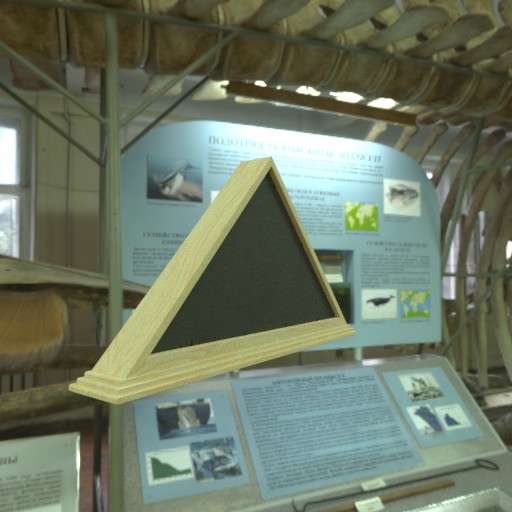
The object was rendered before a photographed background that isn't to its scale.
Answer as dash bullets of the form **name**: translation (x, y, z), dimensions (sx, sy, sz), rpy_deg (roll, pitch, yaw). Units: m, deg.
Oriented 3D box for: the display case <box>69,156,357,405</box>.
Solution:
- **display case**: translation (0.000, 0.000, 0.773), dimensions (0.095, 0.340, 0.640), rpy_deg (-1, -2, 36)
